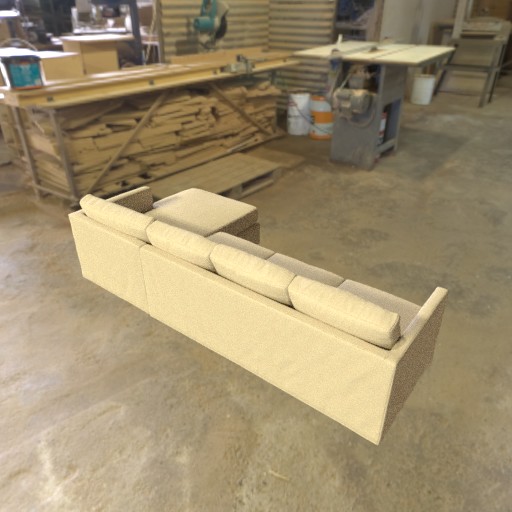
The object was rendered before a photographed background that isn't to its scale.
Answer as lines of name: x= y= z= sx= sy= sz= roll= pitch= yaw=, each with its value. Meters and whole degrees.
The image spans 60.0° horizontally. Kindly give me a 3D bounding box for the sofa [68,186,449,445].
sofa: x=0.000 y=0.000 z=3.928 sx=3.206 sy=0.871 sz=1.622 roll=21 pitch=37 yaw=32
